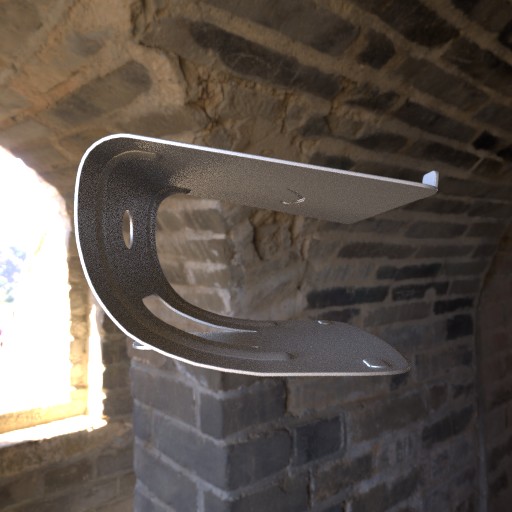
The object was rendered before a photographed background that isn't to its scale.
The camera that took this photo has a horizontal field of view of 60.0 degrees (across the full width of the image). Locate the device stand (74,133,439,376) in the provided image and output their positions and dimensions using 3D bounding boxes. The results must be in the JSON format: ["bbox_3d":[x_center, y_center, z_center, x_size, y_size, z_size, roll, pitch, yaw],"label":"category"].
[{"bbox_3d":[0.000,0.000,0.401,0.236,0.155,0.256,0,-1,-1],"label":"device stand"}]
